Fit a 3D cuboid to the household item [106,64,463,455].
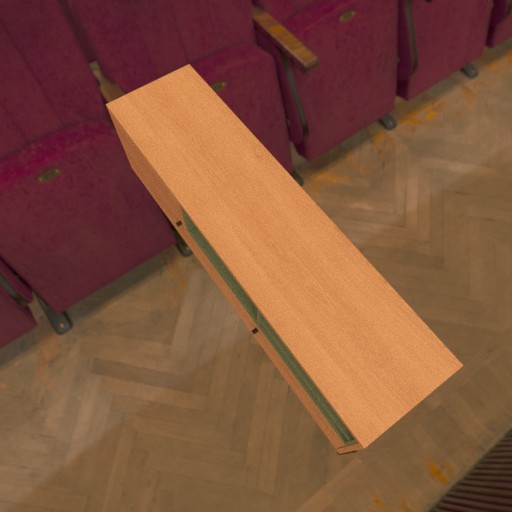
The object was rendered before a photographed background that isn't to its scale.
[{"bbox_3d":[0.000,0.000,1.768,0.400,0.600,1.550,-33,68,-15],"label":"household item"}]
